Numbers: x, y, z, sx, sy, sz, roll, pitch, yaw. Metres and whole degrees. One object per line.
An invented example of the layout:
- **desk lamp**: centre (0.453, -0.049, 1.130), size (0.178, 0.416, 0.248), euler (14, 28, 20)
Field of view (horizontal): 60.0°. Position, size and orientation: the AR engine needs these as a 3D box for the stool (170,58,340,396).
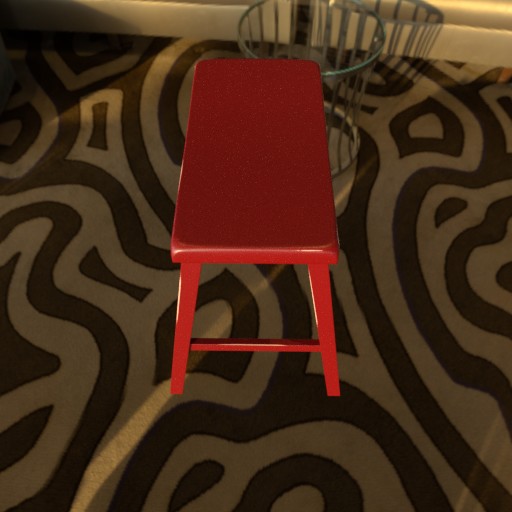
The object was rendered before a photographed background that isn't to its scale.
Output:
- **stool**: centre (0.000, 0.000, 1.052), size (0.476, 0.737, 0.457), euler (1, 58, 0)
